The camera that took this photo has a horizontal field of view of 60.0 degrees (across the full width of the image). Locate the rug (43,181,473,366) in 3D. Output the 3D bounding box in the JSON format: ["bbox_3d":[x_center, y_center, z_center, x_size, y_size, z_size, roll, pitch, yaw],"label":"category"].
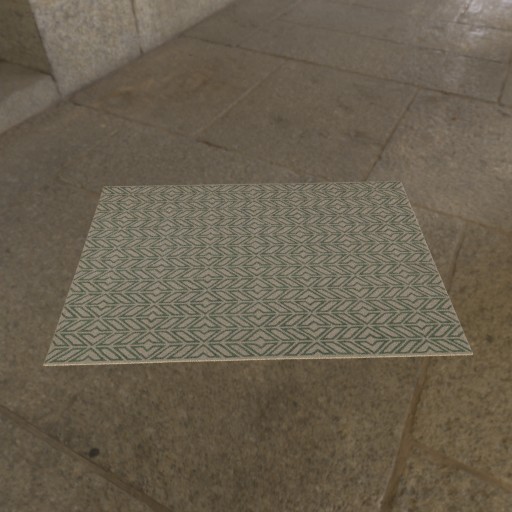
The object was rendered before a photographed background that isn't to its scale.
[{"bbox_3d":[0.000,0.000,2.302,1.828,0.007,1.220,-1,46,-1],"label":"rug"}]
